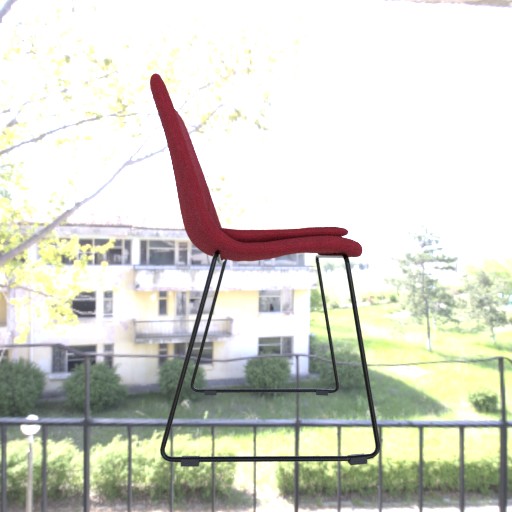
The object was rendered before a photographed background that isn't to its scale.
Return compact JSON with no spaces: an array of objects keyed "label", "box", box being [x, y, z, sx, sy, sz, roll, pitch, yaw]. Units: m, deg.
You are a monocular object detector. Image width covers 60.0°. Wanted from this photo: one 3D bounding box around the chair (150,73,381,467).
[{"label":"chair","box":[0.000,0.000,1.144,0.518,0.858,0.479,0,0,-1]}]
